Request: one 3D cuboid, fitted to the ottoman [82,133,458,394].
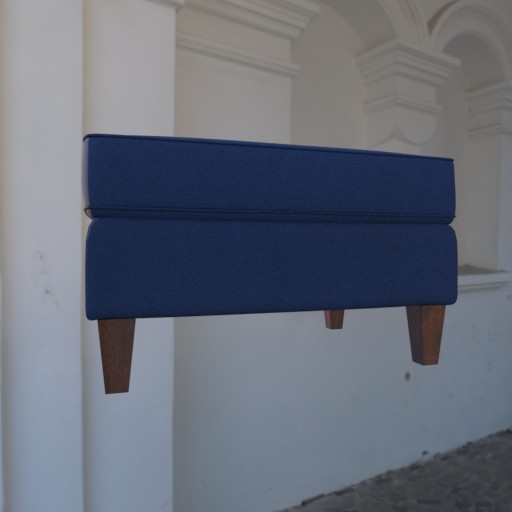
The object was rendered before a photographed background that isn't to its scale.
[{"bbox_3d":[0.000,0.000,1.363,0.965,0.584,0.686,0,1,-17],"label":"ottoman"}]
